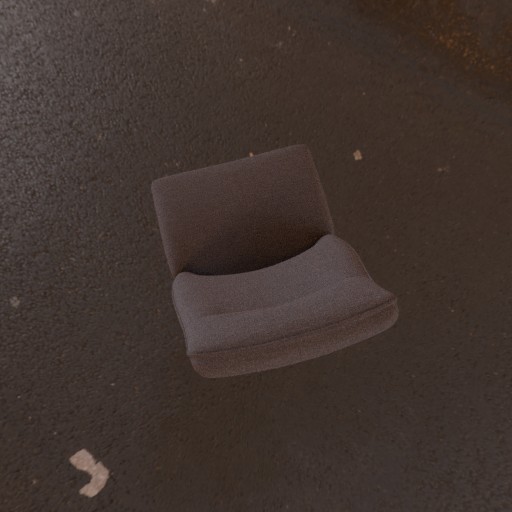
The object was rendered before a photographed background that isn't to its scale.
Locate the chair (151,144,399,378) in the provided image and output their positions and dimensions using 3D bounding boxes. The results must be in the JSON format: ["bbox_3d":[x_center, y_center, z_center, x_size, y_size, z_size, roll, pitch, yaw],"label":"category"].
[{"bbox_3d":[0.000,0.000,1.251,0.500,0.930,0.620,-15,76,-4],"label":"chair"}]
